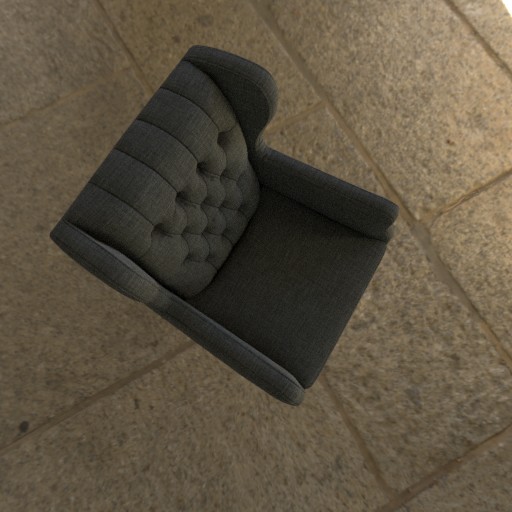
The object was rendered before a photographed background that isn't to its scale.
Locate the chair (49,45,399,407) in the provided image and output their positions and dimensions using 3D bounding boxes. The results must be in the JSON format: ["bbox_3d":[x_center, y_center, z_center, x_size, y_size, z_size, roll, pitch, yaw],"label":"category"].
[{"bbox_3d":[0.000,0.000,1.470,0.775,0.953,0.711,30,77,8],"label":"chair"}]
